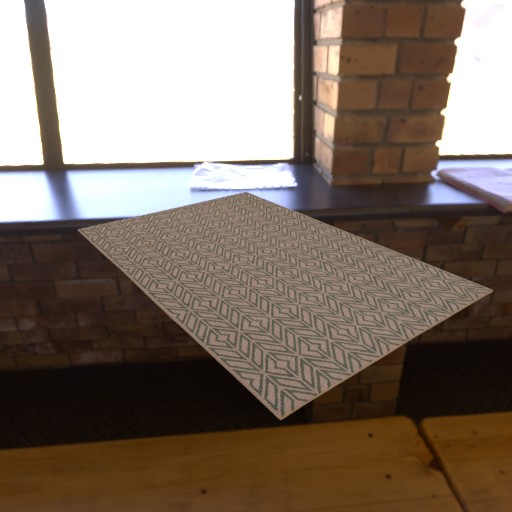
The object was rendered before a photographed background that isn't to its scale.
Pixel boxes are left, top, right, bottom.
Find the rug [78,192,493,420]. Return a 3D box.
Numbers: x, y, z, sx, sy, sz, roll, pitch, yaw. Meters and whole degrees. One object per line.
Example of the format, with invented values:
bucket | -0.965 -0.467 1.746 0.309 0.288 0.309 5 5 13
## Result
rug | 0.000 0.000 2.261 1.220 0.007 1.828 -18 31 -33
